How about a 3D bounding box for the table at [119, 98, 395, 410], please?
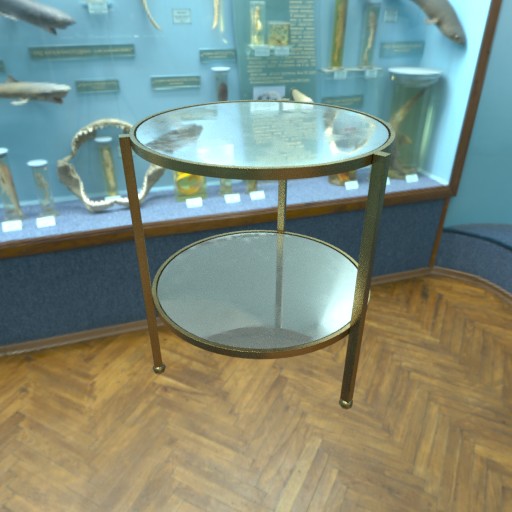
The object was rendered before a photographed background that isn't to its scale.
[{"bbox_3d":[0.000,0.000,0.464,0.243,0.269,0.231,-8,31,-14],"label":"table"}]
